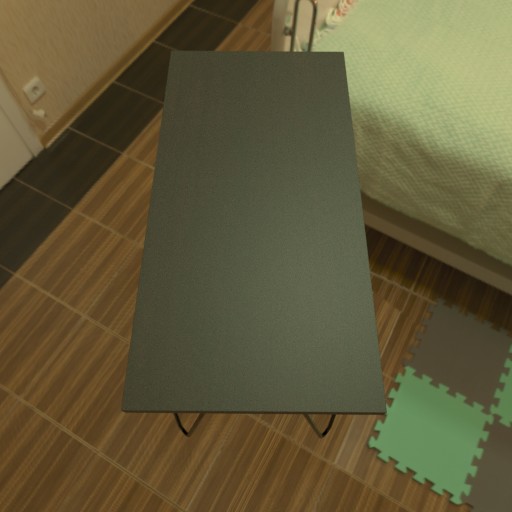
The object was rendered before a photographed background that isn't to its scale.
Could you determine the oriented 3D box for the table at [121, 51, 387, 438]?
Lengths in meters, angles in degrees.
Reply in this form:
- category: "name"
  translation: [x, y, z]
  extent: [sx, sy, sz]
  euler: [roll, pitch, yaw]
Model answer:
- category: "table"
  translation: [0.000, 0.000, 1.349]
  extent: [0.499, 0.660, 0.991]
  euler: [0, 63, 0]
